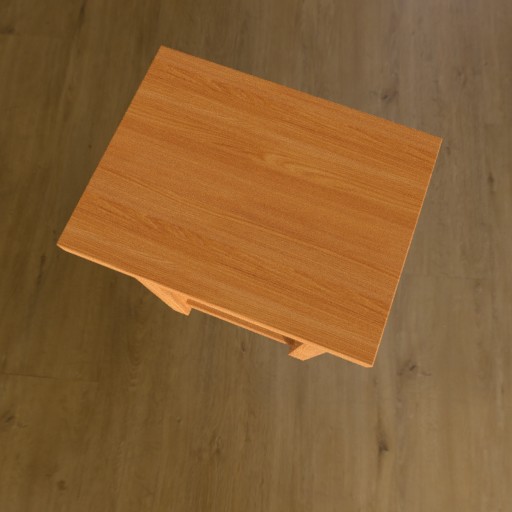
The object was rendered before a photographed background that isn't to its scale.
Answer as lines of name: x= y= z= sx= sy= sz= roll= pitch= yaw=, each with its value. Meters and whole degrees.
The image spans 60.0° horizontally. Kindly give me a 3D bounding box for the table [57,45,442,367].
table: x=0.000 y=0.000 z=0.750 sx=0.350 sy=0.550 sz=0.270 roll=20 pitch=76 yaw=5
